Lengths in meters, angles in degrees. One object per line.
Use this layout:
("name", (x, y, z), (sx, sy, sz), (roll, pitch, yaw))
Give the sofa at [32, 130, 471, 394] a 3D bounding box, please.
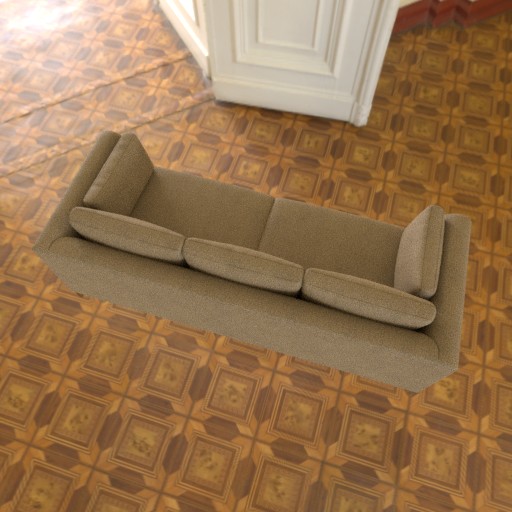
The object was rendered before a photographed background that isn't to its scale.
("sofa", (0.000, 0.000, 2.873), (2.415, 0.867, 0.969), (15, 64, 8))
